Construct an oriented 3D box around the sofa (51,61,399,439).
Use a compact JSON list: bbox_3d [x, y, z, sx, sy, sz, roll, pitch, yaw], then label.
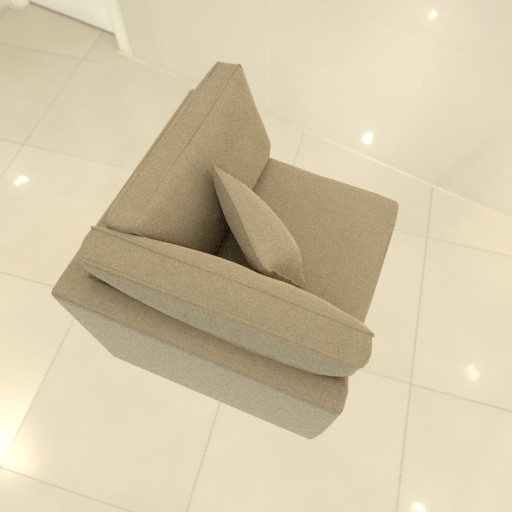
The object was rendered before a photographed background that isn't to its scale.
[{"bbox_3d":[0.000,0.000,1.955,1.084,1.002,1.146,20,63,11],"label":"sofa"}]
